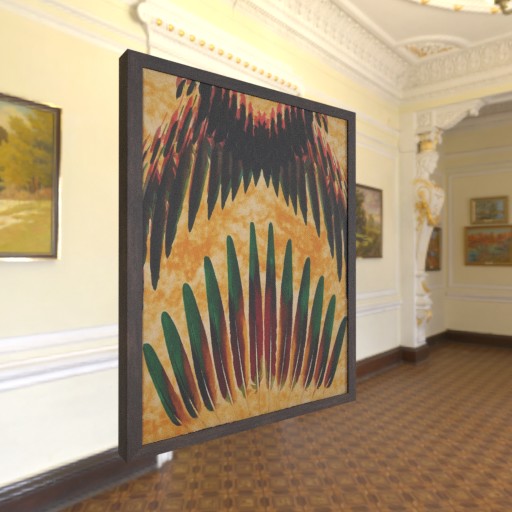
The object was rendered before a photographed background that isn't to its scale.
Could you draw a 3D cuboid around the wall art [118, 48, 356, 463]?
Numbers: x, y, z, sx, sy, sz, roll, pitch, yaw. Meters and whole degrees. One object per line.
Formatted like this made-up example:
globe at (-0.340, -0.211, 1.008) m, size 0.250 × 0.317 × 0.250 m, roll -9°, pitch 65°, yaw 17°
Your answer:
wall art at (0.000, 0.000, 0.540) m, size 0.329 × 0.406 × 0.027 m, roll 0°, pitch 0°, yaw -36°
